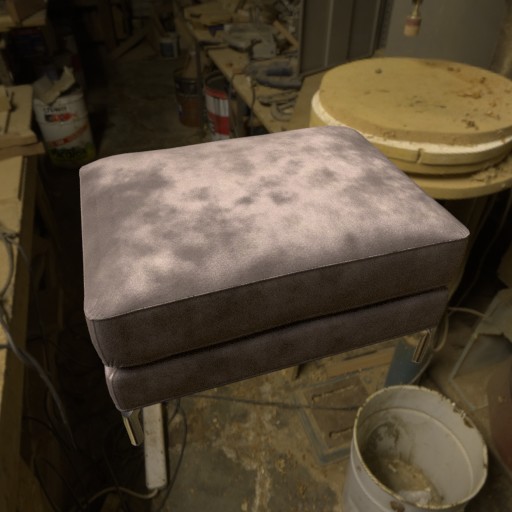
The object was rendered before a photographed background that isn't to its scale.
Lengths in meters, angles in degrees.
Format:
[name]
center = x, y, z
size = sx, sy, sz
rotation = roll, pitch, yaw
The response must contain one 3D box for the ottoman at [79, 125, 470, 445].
[ottoman]
center = 0.000, 0.000, 1.045
size = 0.719, 0.456, 0.520
rotation = -12, 42, -13
